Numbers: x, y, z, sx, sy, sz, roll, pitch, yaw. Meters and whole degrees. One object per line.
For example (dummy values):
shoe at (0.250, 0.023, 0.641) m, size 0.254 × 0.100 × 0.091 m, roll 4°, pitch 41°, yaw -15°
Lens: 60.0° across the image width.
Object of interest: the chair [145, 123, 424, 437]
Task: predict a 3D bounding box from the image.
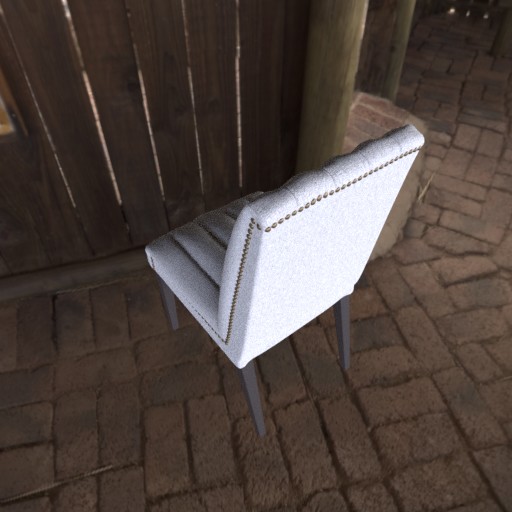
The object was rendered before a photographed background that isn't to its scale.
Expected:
chair at (0.000, 0.000, 1.420) m, size 0.511 × 1.016 × 0.647 m, roll -29°, pitch 52°, yaw -26°
